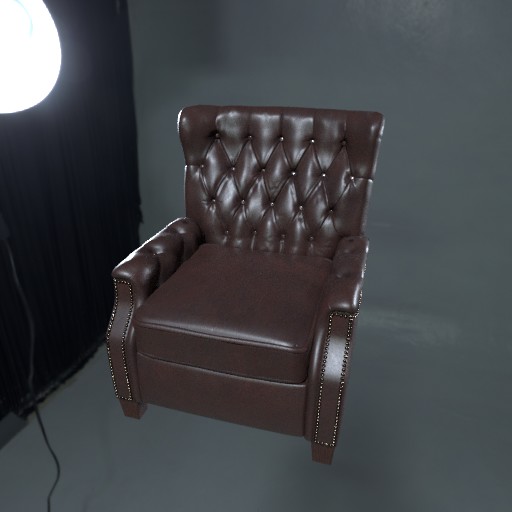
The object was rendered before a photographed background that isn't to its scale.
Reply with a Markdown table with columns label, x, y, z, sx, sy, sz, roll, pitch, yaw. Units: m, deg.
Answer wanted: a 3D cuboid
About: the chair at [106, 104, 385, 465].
| label | x | y | z | sx | sy | sz | roll | pitch | yaw |
| --- | --- | --- | --- | --- | --- | --- | --- | --- | --- |
| chair | 0.000 | 0.000 | 1.457 | 0.709 | 0.864 | 0.823 | 7 | 26 | 15 |
